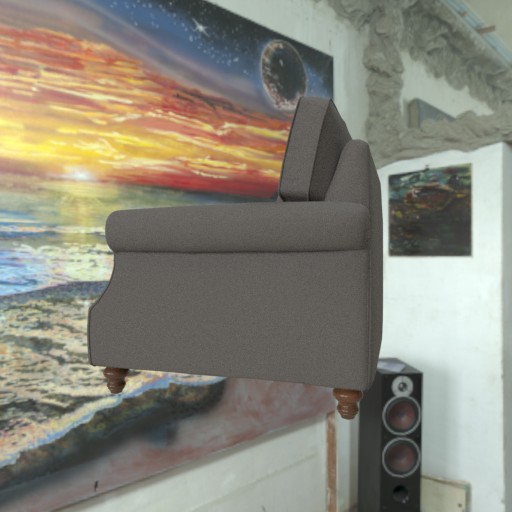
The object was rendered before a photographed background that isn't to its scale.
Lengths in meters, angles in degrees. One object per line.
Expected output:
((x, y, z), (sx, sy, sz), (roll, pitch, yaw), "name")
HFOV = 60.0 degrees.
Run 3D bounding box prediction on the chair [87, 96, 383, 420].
((0.000, 0.000, 1.784), (0.966, 0.967, 1.029), (0, 0, 18), "chair")
